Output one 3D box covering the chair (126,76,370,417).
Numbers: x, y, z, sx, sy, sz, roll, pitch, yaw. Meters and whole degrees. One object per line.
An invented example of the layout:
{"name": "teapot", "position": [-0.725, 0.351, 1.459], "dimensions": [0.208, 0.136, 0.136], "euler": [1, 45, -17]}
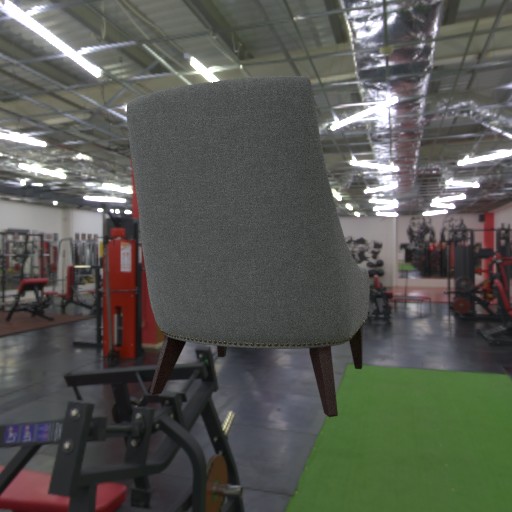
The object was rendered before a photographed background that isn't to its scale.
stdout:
{"name": "chair", "position": [0.000, 0.000, 1.533], "dimensions": [0.701, 0.909, 0.861], "euler": [0, 0, 20]}
